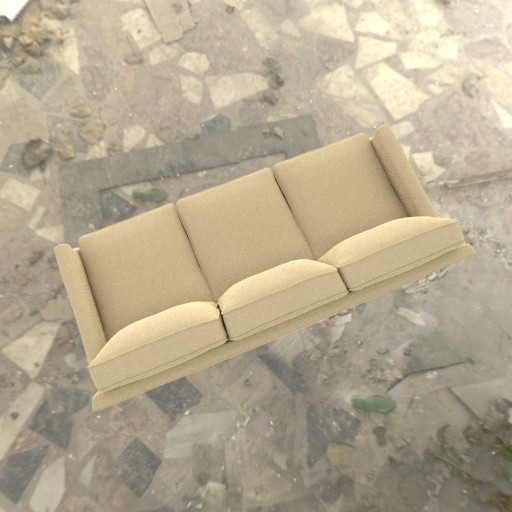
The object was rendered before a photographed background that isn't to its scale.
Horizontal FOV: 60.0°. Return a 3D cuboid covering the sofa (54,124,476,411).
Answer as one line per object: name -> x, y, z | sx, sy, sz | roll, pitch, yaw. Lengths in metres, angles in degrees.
sofa -> 0.000, 0.000, 2.762 | 2.246, 1.003, 1.084 | -21, 76, -6
